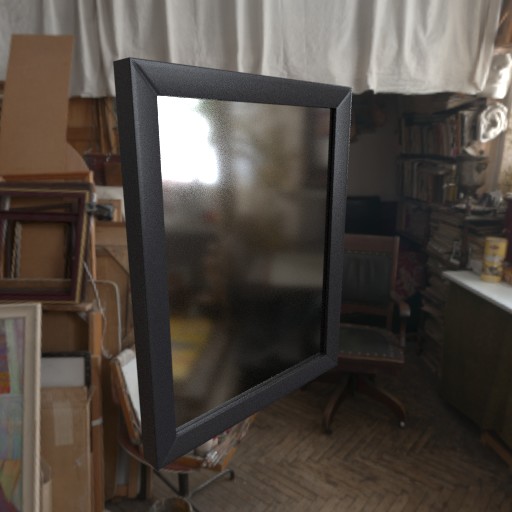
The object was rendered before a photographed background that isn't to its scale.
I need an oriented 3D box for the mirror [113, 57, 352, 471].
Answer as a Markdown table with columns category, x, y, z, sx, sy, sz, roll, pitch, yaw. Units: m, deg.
| category | x | y | z | sx | sy | sz | roll | pitch | yaw |
| --- | --- | --- | --- | --- | --- | --- | --- | --- | --- |
| mirror | 0.000 | 0.000 | 0.673 | 0.405 | 0.508 | 0.041 | -14 | 21 | -43 |
